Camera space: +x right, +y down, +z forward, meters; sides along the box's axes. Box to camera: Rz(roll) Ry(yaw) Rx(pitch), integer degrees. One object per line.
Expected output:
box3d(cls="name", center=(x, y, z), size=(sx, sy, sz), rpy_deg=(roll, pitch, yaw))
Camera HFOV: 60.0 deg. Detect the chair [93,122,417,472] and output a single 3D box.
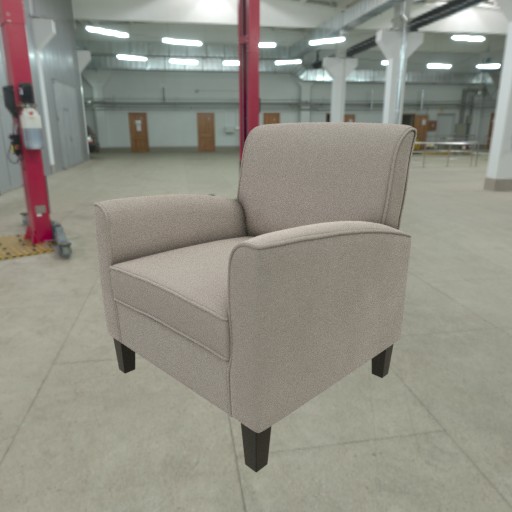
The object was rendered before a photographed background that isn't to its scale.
box3d(cls="chair", center=(0.000, 0.000, 1.578), size=(0.820, 0.915, 0.820), rpy_deg=(-16, 23, -43))
